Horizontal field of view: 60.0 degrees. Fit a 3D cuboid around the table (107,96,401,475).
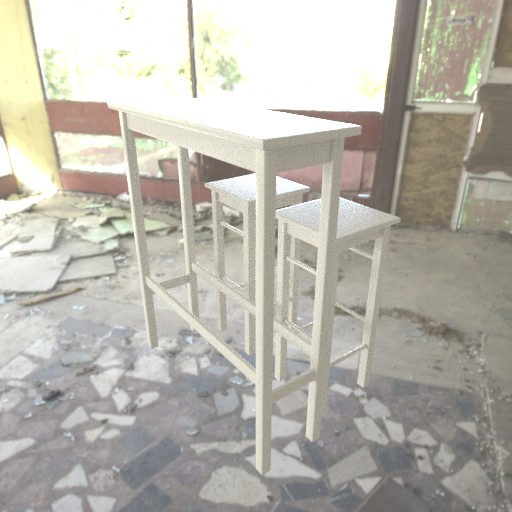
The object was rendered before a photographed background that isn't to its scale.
[{"bbox_3d":[0.000,0.000,1.662,0.650,1.065,0.915,-18,31,-33],"label":"table"}]
